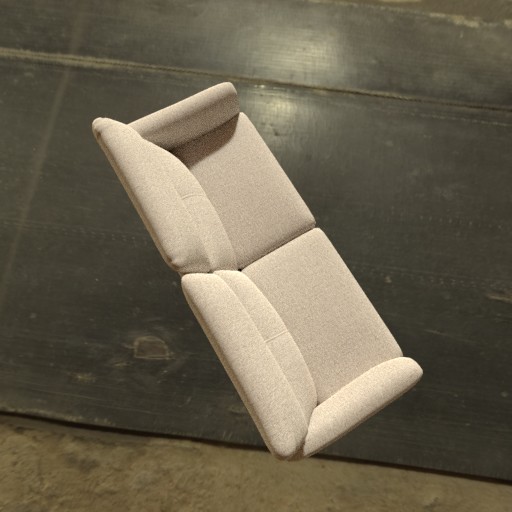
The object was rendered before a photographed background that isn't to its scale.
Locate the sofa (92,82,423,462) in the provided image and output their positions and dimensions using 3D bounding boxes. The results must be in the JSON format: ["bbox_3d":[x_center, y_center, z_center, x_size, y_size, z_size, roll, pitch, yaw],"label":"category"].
[{"bbox_3d":[0.000,0.000,2.451,0.856,0.956,2.015,-30,77,-7],"label":"sofa"}]
